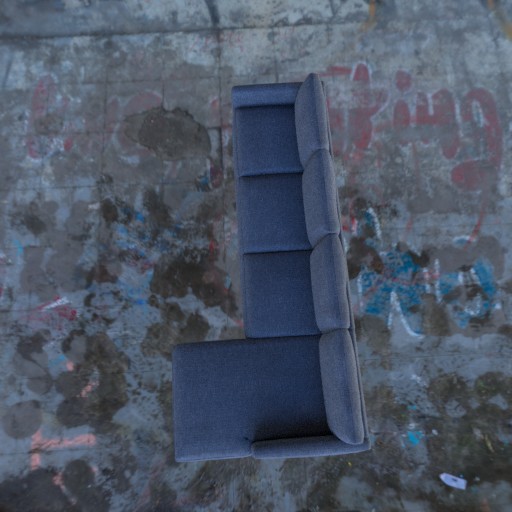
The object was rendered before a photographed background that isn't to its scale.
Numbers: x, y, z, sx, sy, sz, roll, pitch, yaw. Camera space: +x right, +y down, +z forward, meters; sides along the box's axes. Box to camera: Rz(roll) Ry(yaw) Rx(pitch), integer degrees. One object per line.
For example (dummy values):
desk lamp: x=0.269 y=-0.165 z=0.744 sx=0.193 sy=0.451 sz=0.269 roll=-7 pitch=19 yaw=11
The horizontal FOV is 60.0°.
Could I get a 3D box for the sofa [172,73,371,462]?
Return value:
sofa: x=0.000 y=0.000 z=3.492 sx=1.350 sy=0.810 sz=2.932 roll=-3 pitch=74 yaw=-1
